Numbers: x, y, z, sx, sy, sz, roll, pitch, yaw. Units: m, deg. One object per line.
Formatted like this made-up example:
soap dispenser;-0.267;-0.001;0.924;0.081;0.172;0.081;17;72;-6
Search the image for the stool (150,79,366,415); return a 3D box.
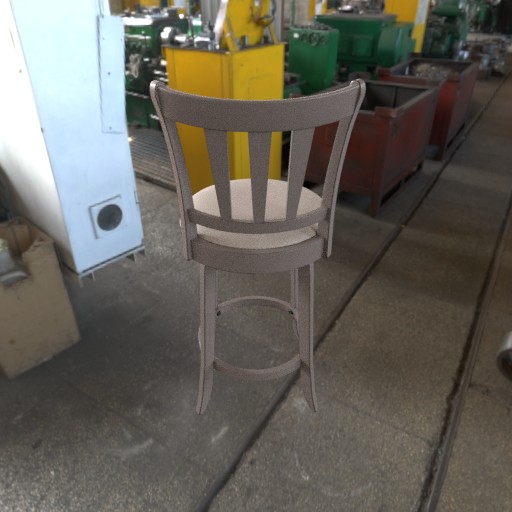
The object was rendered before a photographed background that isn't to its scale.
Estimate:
stool;0.000;0.000;1.286;0.436;1.023;0.475;-1;33;-2
